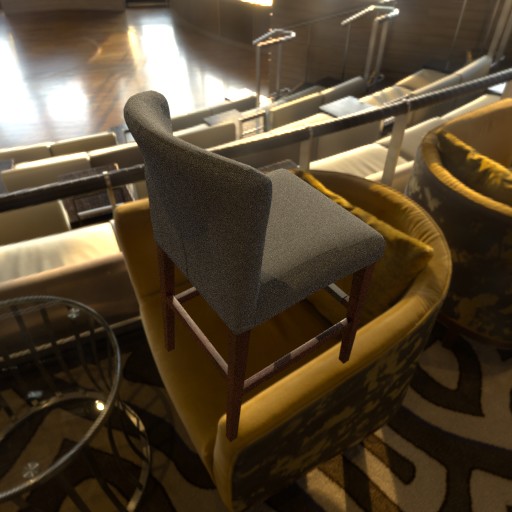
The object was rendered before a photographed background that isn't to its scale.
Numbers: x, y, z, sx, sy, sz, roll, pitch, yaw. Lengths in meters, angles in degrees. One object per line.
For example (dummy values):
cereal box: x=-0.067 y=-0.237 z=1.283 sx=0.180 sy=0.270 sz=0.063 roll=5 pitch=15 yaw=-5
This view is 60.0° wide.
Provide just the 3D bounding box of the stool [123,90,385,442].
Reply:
stool: x=0.000 y=0.000 z=1.294 sx=0.568 sy=0.968 sz=0.479 roll=-26 pitch=48 yaw=-26
